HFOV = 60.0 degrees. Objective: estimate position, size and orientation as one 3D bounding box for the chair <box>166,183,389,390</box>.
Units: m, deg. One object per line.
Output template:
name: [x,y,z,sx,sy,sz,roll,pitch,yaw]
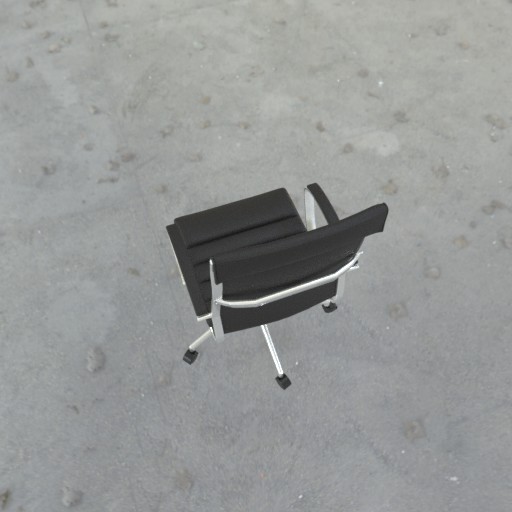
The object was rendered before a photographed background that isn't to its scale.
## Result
chair: [0.000,0.000,1.645,0.766,1.149,0.739,-17,60,-10]
